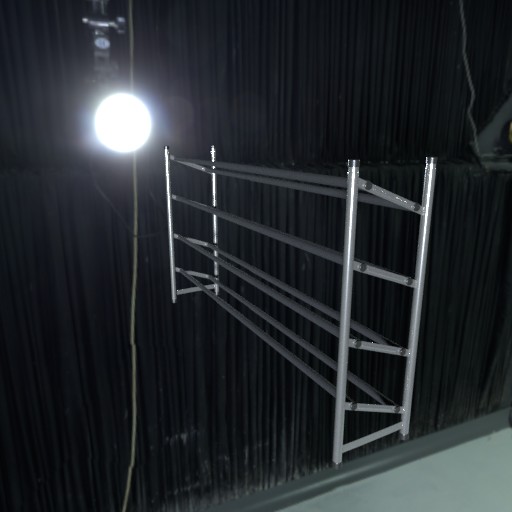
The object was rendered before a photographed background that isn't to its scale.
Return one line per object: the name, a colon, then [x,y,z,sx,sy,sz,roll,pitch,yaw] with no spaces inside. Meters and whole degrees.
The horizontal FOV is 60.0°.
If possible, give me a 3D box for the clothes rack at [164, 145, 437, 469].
clothes rack: [0.000,0.000,1.437,0.229,0.672,1.168,-8,17,-27]
